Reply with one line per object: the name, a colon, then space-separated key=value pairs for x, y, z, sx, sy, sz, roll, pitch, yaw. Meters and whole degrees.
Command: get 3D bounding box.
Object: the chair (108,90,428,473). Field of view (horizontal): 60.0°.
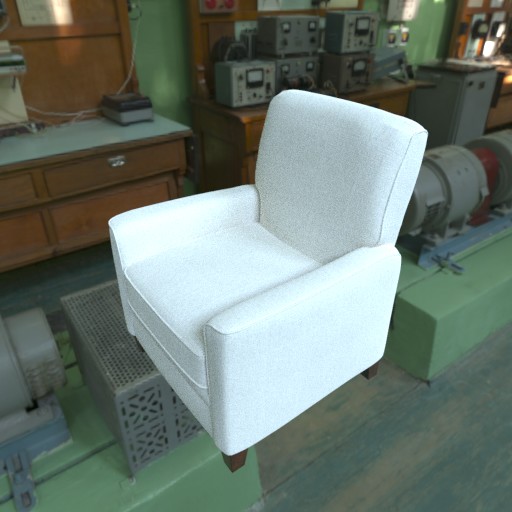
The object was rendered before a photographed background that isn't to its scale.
chair: x=0.000 y=0.000 z=1.635 sx=0.858 sy=1.028 sz=0.841 roll=-22 pitch=37 yaw=-31
